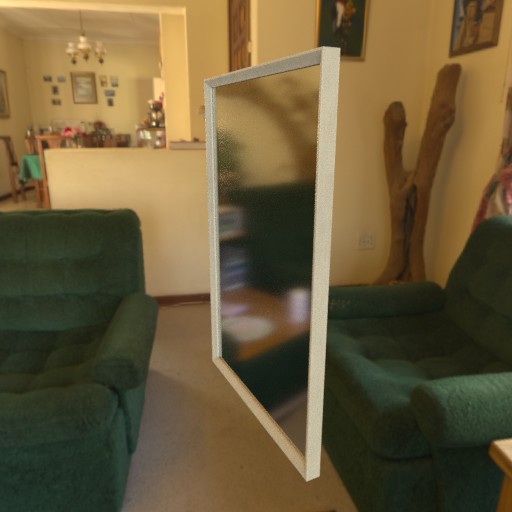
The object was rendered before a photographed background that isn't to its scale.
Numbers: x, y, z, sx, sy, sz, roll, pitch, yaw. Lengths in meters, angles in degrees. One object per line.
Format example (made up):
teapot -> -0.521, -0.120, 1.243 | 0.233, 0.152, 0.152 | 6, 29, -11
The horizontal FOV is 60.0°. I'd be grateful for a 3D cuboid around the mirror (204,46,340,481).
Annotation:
mirror -> 0.000, 0.000, 1.161 | 0.041, 0.915, 0.609 | -8, 18, -25
